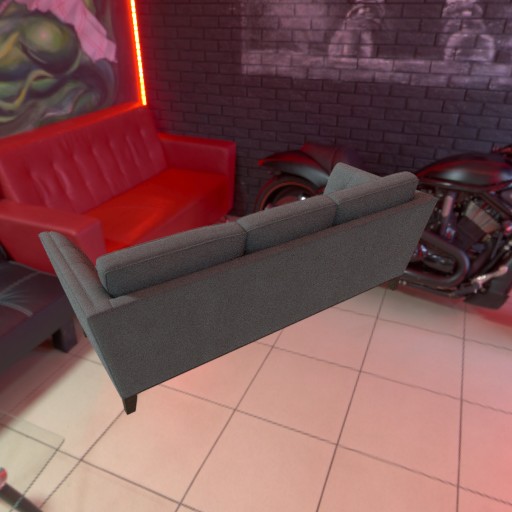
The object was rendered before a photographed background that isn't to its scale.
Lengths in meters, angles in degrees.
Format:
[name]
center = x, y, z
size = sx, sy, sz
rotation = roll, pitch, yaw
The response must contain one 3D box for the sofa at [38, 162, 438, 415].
[sofa]
center = 0.000, 0.000, 2.941
size = 2.387, 0.940, 0.965
rotation = -18, 34, -30
